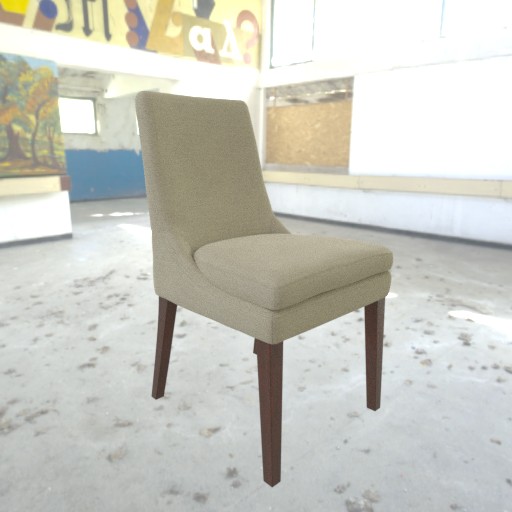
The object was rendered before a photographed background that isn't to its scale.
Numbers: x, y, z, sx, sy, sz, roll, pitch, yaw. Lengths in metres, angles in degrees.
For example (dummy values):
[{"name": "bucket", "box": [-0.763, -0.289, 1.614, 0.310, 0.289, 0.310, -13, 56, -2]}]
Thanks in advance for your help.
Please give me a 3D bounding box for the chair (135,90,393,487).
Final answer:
[{"name": "chair", "box": [0.000, 0.000, 1.310, 0.515, 0.940, 0.638, -13, 19, -42]}]
